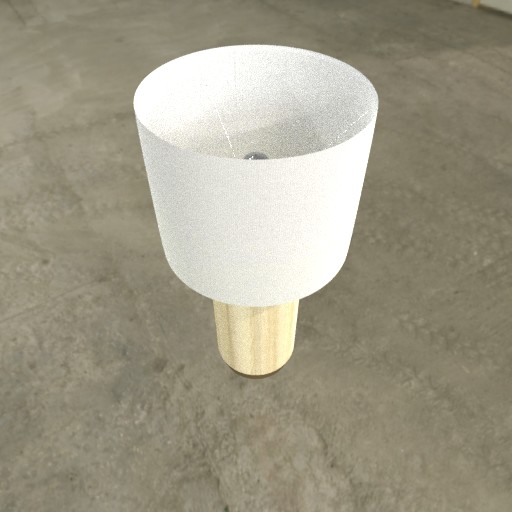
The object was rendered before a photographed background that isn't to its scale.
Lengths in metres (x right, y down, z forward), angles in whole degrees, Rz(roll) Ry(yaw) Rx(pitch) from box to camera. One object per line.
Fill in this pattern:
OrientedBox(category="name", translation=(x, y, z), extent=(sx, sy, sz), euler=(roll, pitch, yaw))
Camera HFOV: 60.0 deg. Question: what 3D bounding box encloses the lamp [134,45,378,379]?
OrientedBox(category="lamp", translation=(0.000, 0.000, 0.576), extent=(0.228, 0.444, 0.228), euler=(-2, 46, -2))
